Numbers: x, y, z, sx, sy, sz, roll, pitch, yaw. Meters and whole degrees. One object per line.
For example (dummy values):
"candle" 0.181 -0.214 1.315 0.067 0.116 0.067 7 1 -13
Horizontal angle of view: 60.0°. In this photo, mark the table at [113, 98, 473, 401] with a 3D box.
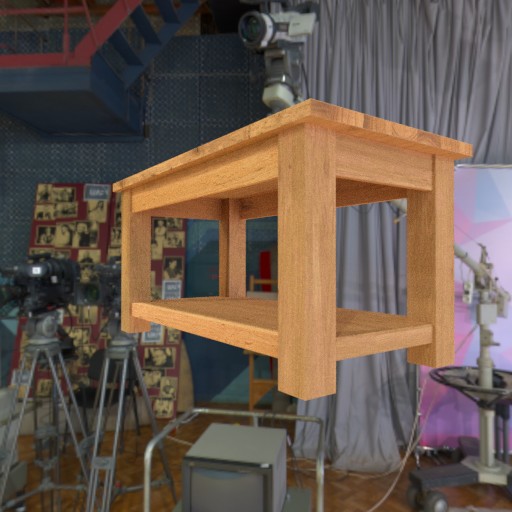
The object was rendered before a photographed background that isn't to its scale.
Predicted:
"table" 0.000 0.000 1.141 0.450 0.452 0.899 0 -1 -36
